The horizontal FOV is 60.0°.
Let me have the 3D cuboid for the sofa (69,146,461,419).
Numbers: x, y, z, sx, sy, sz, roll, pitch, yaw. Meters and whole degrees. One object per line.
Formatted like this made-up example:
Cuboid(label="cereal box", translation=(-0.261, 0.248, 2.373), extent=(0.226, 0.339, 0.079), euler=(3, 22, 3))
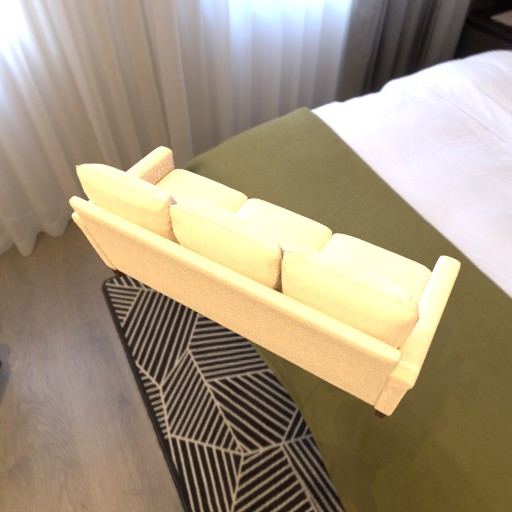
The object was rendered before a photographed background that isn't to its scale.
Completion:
Cuboid(label="sofa", translation=(0.000, 0.000, 2.413), extent=(1.925, 0.961, 0.828), euler=(24, 53, 20))
